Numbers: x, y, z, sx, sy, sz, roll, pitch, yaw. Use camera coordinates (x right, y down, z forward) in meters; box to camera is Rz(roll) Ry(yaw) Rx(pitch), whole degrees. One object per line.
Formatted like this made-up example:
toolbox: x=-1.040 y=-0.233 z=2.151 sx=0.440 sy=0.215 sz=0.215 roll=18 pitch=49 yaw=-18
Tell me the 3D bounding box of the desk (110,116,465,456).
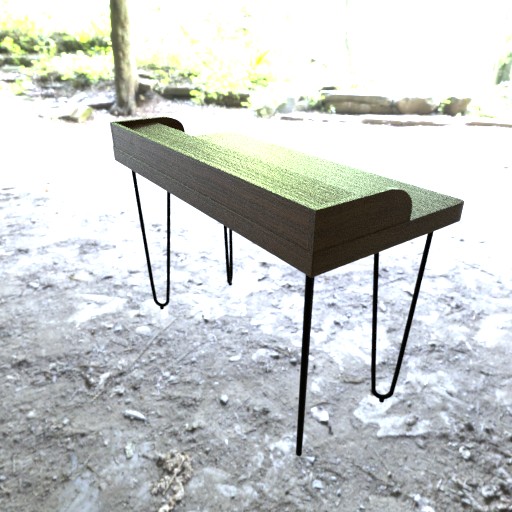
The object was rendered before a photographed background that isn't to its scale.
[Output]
desk: x=0.000 y=0.000 z=1.644 sx=0.565 sy=0.854 sz=1.200 roll=-18 pitch=32 yaw=-31
